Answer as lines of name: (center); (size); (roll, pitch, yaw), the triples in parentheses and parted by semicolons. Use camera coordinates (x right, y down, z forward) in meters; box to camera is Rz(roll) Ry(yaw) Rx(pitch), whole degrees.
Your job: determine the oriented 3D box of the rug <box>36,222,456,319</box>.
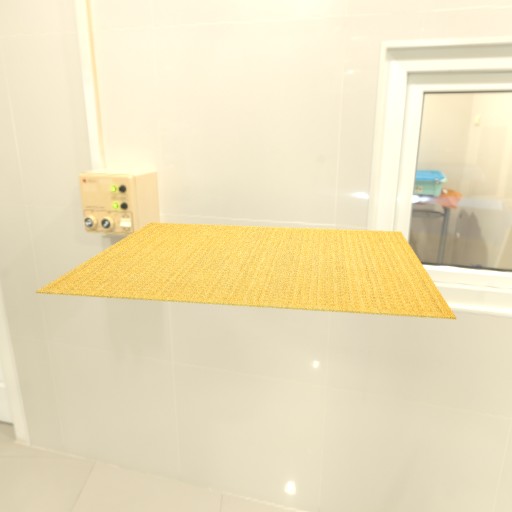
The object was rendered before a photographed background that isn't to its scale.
rug: (0.000, 0.000, 4.537); (3.242, 0.015, 2.486); (3, 18, 8)
